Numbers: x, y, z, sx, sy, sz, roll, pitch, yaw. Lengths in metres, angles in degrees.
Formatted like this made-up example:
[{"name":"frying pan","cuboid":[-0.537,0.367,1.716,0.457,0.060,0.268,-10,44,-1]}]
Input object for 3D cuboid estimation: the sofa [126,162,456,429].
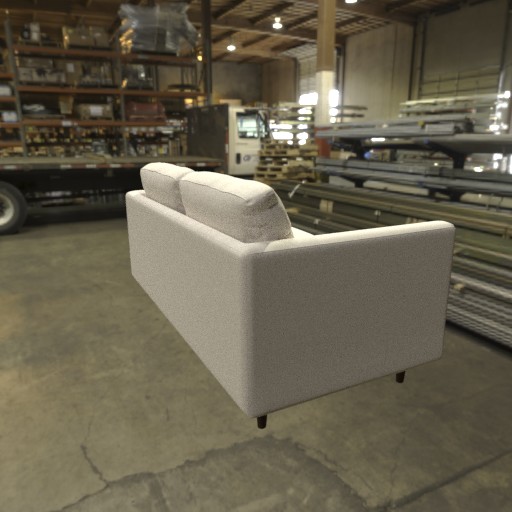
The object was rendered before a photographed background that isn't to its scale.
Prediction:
[{"name":"sofa","cuboid":[0.000,0.000,2.258,0.940,0.893,1.713,-8,17,-26]}]
